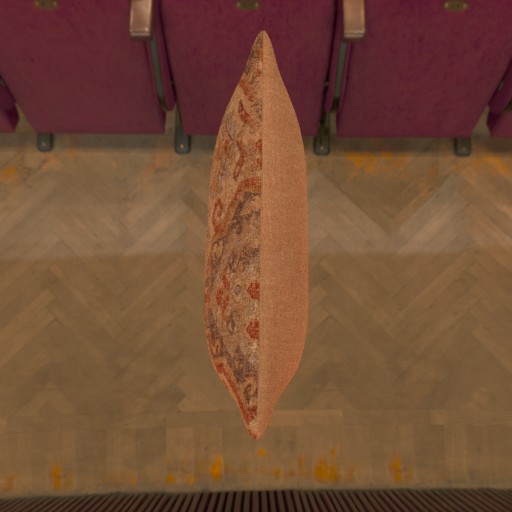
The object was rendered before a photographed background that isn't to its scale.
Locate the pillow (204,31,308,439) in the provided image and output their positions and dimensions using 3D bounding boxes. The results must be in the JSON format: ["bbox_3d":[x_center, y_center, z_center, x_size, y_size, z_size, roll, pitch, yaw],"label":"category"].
[{"bbox_3d":[0.000,0.000,0.780,0.166,0.506,0.523,1,77,0],"label":"pillow"}]
